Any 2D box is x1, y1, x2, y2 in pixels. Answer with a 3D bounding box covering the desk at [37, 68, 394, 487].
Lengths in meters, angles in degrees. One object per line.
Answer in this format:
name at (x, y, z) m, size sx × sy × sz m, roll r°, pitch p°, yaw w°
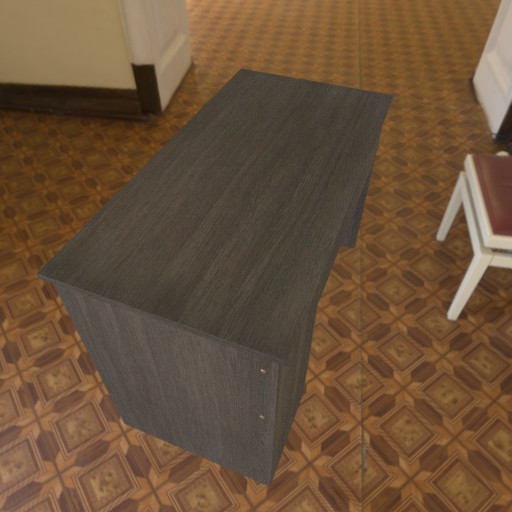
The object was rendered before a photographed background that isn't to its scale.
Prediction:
desk at (0.000, 0.000, 1.478) m, size 0.560 × 0.730 × 1.096 m, roll 16°, pitch 48°, yaw 15°
